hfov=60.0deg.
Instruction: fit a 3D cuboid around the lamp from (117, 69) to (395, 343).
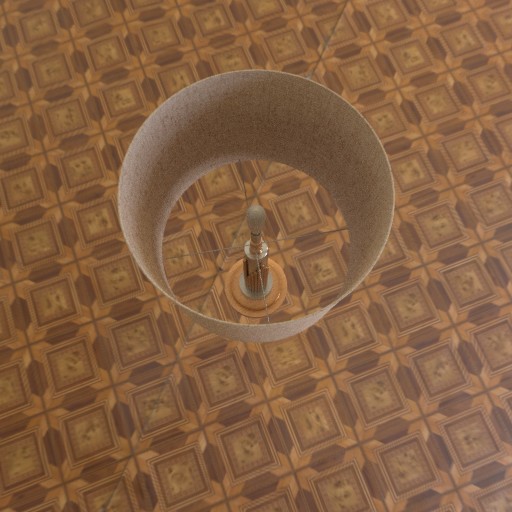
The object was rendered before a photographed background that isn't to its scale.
[{"bbox_3d":[0.000,0.000,0.808,0.321,0.610,0.321,36,78,9],"label":"lamp"}]
